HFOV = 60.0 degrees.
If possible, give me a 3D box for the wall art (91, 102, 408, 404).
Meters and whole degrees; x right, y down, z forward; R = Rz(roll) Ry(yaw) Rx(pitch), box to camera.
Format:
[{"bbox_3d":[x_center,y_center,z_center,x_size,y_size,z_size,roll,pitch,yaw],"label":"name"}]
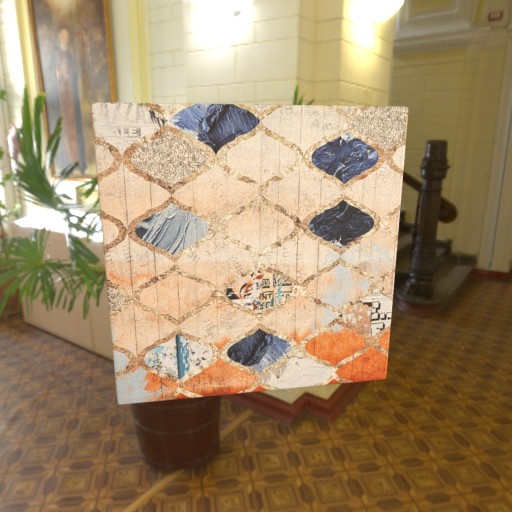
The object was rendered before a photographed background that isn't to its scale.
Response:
[{"bbox_3d":[0.000,0.000,0.472,0.303,0.304,0.036,-3,15,-10],"label":"wall art"}]
